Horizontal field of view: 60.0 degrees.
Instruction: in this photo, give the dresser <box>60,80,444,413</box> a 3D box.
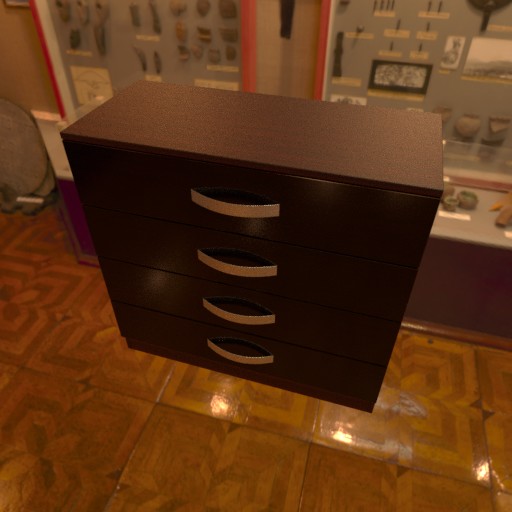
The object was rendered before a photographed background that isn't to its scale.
[{"bbox_3d":[0.000,0.000,1.166,0.750,0.720,0.360,11,42,13],"label":"dresser"}]
